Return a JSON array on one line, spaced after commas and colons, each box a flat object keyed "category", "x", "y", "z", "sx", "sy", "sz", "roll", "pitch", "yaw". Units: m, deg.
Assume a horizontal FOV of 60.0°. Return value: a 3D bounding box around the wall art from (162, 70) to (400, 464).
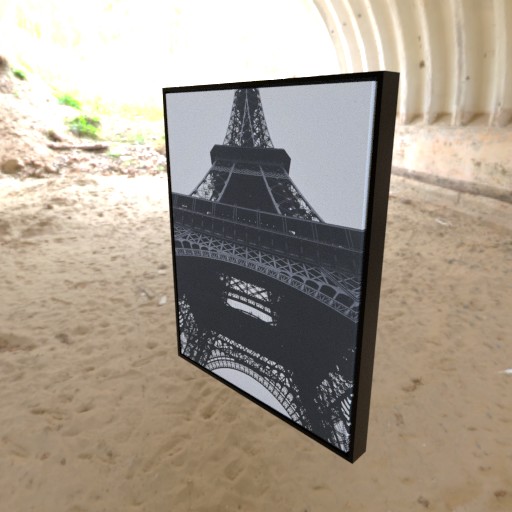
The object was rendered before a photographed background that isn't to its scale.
[{"category": "wall art", "x": 0.000, "y": 0.000, "z": 0.753, "sx": 0.039, "sy": 0.553, "sz": 0.451, "roll": -17, "pitch": 24, "yaw": -42}]
